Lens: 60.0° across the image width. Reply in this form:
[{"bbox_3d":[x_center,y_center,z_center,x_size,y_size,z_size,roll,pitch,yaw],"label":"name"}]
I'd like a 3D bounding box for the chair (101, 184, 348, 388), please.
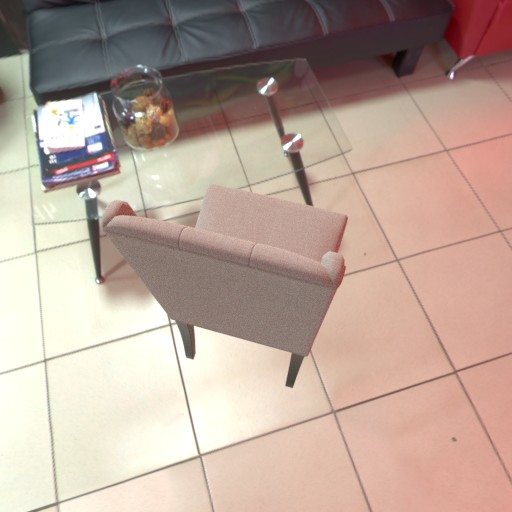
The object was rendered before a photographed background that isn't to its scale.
[{"bbox_3d":[0.000,0.000,1.275,0.474,0.961,0.523,14,63,7],"label":"chair"}]
